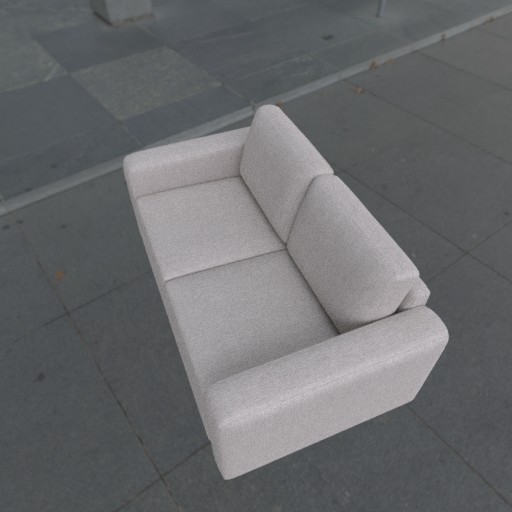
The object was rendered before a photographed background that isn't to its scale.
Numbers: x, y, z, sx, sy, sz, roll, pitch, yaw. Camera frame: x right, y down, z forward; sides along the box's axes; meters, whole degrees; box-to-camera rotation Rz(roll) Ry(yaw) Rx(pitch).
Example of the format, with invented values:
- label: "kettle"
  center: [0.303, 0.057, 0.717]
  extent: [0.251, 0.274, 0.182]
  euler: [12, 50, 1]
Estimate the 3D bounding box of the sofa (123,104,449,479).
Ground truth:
- label: "sofa"
  center: [0.000, 0.000, 2.042]
  extent: [0.900, 0.800, 1.540]
  euler: [-17, 50, -15]
